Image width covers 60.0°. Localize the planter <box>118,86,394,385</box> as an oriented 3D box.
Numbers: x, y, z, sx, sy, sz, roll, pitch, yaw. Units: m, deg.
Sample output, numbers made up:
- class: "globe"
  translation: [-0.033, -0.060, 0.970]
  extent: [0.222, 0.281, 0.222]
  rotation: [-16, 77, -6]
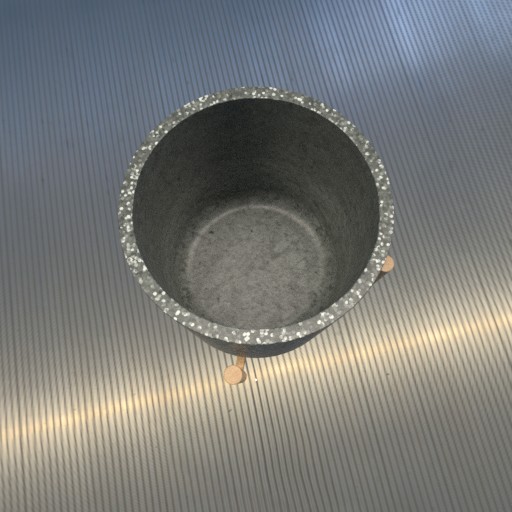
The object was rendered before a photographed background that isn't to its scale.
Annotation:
- class: "planter"
  translation: [0.000, 0.000, 0.689]
  extent: [0.360, 0.419, 0.360]
  rotation: [31, 77, 8]
